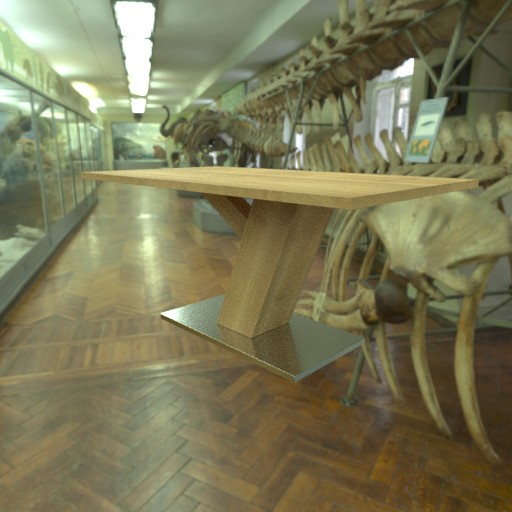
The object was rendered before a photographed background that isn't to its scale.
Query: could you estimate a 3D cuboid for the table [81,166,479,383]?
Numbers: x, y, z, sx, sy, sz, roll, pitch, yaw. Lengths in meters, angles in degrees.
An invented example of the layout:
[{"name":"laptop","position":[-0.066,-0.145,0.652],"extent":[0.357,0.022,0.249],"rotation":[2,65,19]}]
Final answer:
[{"name":"table","position":[0.000,0.000,2.088],"extent":[0.900,0.750,1.600],"rotation":[-14,19,-43]}]
